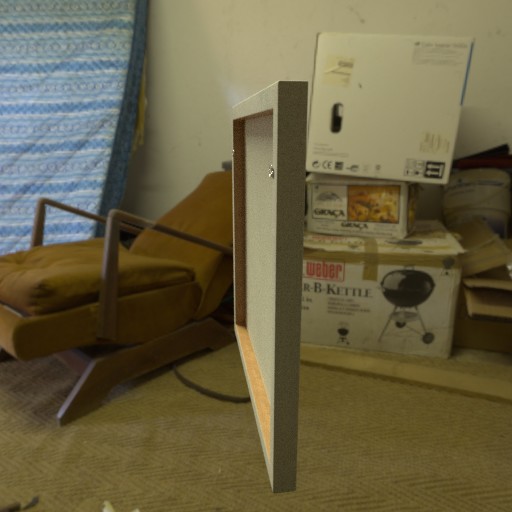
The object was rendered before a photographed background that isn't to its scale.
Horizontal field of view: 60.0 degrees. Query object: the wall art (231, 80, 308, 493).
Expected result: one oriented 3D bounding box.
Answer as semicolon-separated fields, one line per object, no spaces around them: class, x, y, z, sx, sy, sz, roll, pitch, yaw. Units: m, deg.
wall art;0.000;0.000;0.912;0.040;0.612;0.612;-2;16;-8
